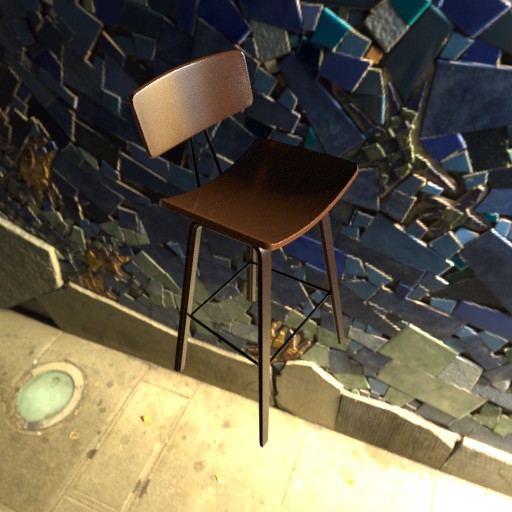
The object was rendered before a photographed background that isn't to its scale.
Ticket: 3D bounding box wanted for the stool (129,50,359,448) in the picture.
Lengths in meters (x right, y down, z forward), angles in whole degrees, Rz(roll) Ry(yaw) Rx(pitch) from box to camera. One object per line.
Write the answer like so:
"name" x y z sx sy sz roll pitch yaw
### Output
"stool" 0.000 0.000 1.267 0.440 0.969 0.509 27 49 27
